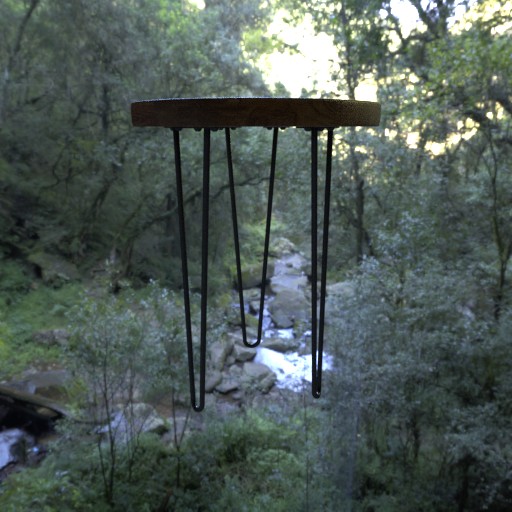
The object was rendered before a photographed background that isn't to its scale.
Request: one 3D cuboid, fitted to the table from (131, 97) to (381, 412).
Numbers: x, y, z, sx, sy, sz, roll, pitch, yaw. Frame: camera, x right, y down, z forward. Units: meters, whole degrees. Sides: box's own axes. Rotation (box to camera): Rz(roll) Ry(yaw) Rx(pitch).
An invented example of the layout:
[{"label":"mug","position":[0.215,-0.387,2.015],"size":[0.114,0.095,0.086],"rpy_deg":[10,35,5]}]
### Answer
[{"label":"table","position":[0.000,0.000,0.804],"size":[0.400,0.520,0.400],"rpy_deg":[0,16,0]}]
